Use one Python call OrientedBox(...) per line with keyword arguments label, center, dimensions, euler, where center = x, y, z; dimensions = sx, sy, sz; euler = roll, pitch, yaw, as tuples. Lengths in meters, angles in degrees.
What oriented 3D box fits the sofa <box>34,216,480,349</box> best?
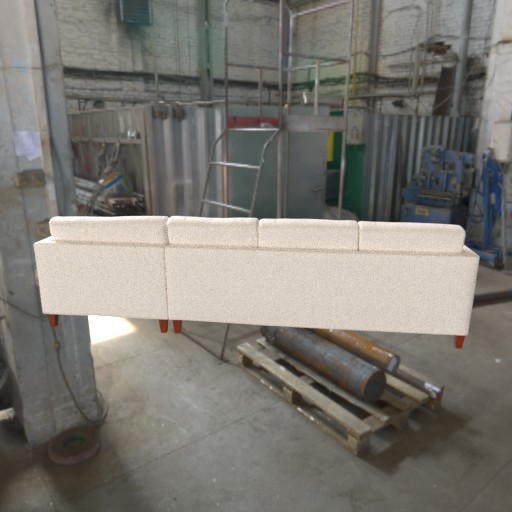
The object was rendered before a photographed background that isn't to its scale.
OrientedBox(label="sofa", center=(0.000, 0.000, 4.203), dimensions=(3.471, 0.954, 1.606), euler=(2, 16, 7))
